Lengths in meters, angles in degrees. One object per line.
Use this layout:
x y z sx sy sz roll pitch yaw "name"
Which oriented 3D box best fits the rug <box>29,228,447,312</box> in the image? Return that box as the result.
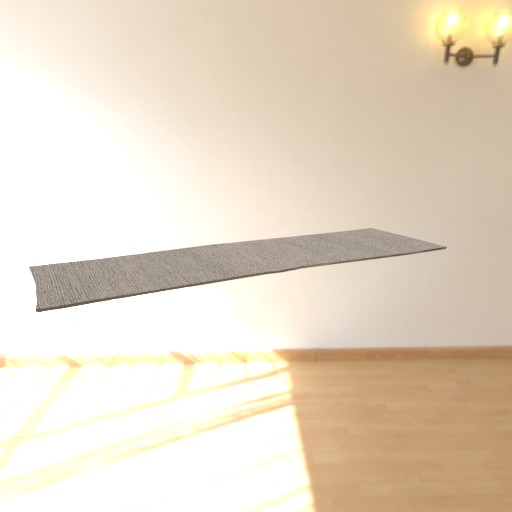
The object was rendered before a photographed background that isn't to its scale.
0.000 0.000 2.534 2.320 0.032 0.692 -7 16 -26 "rug"
